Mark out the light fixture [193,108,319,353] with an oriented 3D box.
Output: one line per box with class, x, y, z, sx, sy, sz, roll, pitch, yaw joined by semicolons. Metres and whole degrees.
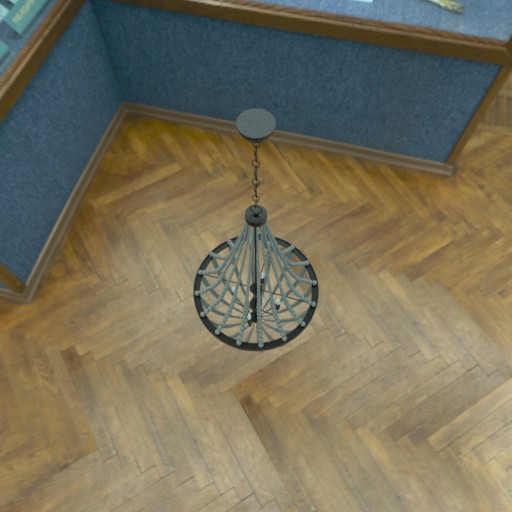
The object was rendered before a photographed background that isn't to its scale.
light fixture;0.000;0.000;1.370;0.450;1.133;0.450;0;63;0
